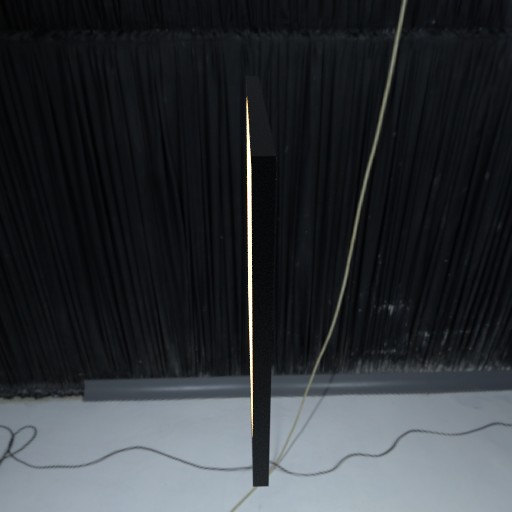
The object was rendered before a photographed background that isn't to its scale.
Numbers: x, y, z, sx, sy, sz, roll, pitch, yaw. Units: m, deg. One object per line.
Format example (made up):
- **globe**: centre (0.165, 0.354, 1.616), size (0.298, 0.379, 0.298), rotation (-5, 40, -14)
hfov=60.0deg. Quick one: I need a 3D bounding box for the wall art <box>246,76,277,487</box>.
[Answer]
- **wall art**: centre (0.000, 0.000, 1.130), size (0.036, 0.755, 0.756), rotation (-1, 30, -1)
